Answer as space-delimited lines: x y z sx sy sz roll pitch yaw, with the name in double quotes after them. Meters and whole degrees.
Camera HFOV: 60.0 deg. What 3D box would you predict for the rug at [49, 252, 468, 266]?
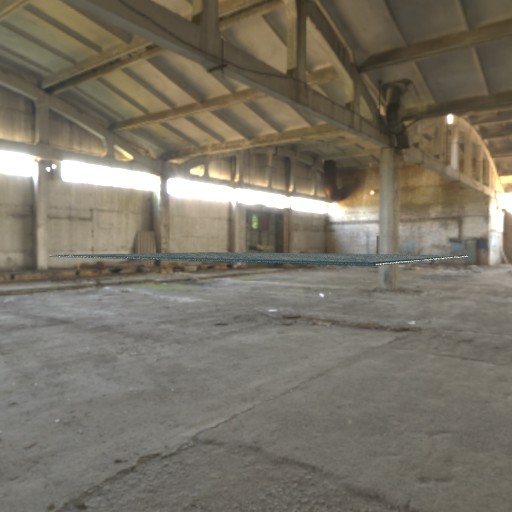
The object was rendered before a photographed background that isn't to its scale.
0.000 0.000 2.847 2.205 0.012 1.554 1 2 37 "rug"
